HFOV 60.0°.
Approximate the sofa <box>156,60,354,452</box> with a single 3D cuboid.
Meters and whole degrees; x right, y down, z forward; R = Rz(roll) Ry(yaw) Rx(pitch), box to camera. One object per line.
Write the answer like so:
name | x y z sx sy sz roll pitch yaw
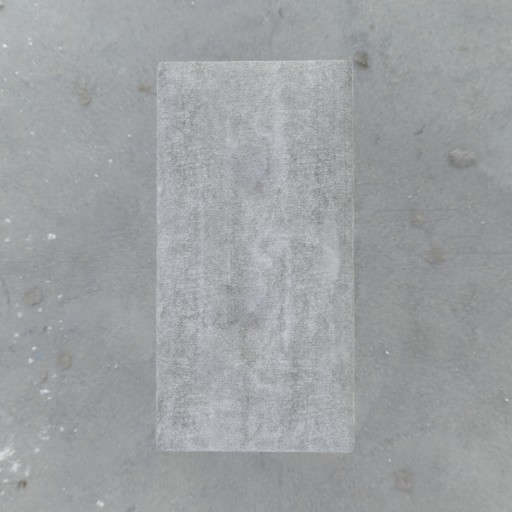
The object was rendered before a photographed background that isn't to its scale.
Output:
sofa | 0.000 0.000 1.152 0.480 0.330 0.930 0 89 1
